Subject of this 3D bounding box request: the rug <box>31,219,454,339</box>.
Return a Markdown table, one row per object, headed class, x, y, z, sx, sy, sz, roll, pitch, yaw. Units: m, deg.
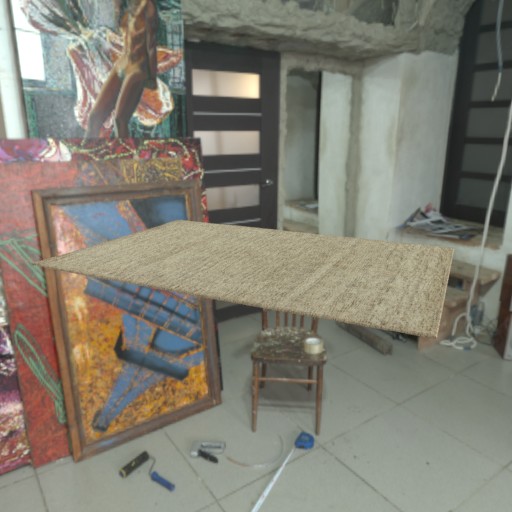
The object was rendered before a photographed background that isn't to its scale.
| class | x | y | z | sx | sy | sz | roll | pitch | yaw |
| --- | --- | --- | --- | --- | --- | --- | --- | --- | --- |
| rug | 0.000 | 0.000 | 2.277 | 1.822 | 0.018 | 1.211 | 7 | 17 | 25 |
